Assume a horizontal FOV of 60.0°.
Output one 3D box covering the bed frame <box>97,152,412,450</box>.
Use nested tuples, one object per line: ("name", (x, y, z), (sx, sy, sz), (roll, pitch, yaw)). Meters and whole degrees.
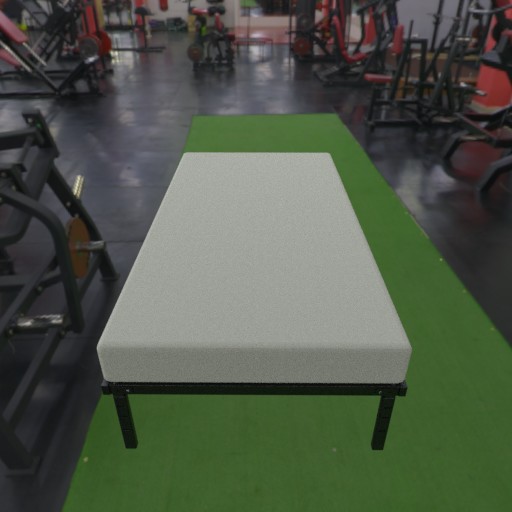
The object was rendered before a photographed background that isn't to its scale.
("bed frame", (0.000, 0.000, 3.167), (1.393, 0.680, 2.635), (0, 31, 0))
